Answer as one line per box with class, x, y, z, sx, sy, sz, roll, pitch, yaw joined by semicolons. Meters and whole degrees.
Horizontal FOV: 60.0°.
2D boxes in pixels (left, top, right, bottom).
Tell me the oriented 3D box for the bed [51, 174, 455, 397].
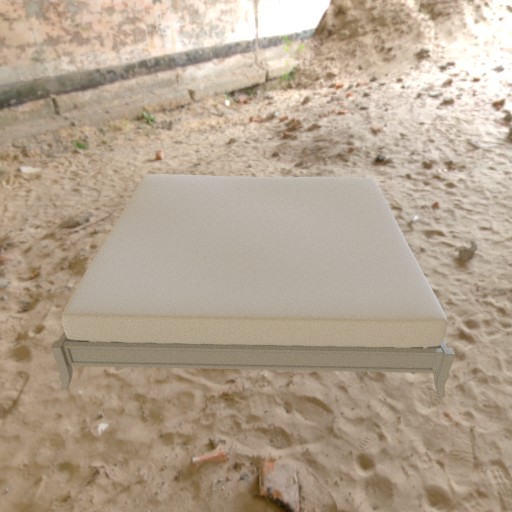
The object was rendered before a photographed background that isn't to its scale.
bed;0.000;0.000;3.139;2.108;0.510;2.007;1;32;1
